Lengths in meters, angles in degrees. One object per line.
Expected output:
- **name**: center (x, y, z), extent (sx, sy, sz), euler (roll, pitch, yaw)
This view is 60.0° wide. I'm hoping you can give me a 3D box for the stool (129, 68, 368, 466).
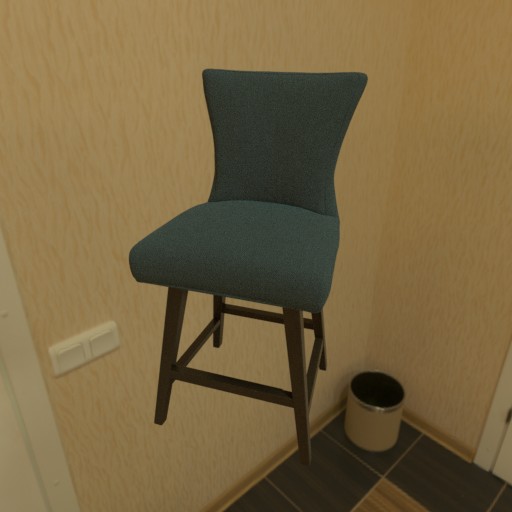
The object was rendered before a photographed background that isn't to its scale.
- **stool**: center (0.000, 0.000, 1.327), extent (0.514, 1.000, 0.574), euler (8, 28, 16)
